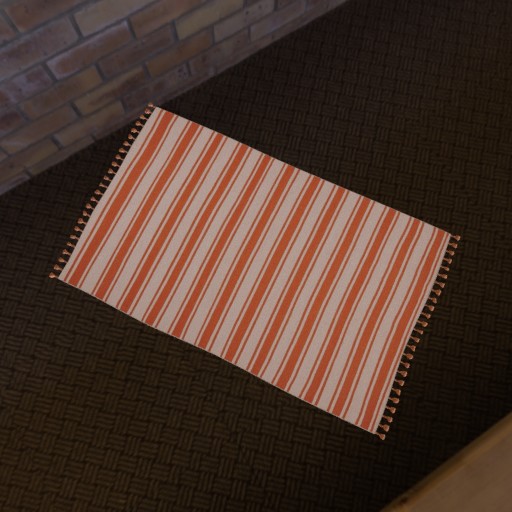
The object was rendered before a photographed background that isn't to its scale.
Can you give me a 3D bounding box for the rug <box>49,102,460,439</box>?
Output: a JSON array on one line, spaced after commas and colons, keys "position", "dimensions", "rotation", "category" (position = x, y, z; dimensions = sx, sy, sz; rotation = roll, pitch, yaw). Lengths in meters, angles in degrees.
[{"position": [0.000, 0.000, 2.573], "dimensions": [2.092, 0.017, 1.232], "rotation": [25, 78, 6], "category": "rug"}]
